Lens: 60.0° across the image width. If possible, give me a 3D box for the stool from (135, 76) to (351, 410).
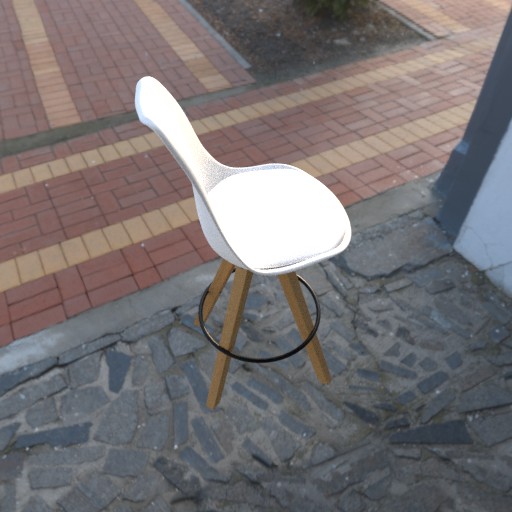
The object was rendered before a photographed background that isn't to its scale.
[{"bbox_3d":[0.000,0.000,1.413,0.549,1.115,0.482,-9,46,-9],"label":"stool"}]
